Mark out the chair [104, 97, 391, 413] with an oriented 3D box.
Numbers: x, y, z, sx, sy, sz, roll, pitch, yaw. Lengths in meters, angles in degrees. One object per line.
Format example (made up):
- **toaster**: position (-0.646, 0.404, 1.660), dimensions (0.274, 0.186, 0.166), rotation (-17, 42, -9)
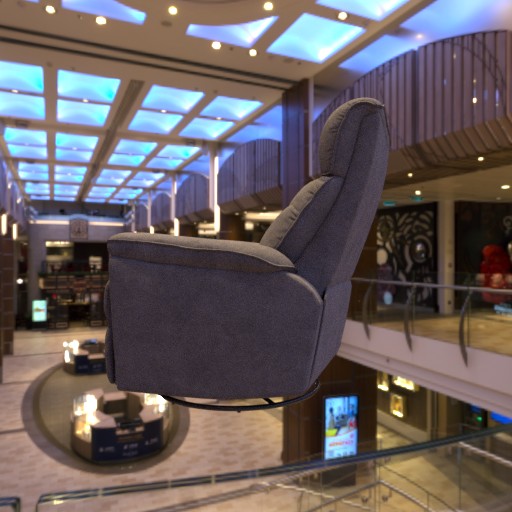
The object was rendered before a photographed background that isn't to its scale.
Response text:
- **chair**: position (0.000, 0.000, 1.761), dimensions (1.009, 1.036, 0.830), rotation (0, 0, 19)
